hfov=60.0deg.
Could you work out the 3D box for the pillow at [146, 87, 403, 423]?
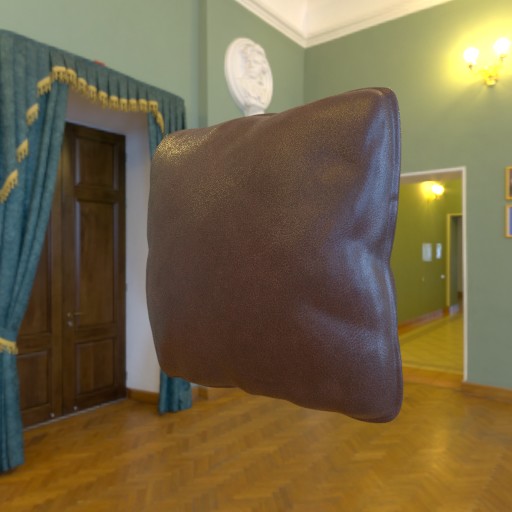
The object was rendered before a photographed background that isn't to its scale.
[{"bbox_3d":[0.000,0.000,0.806,0.532,0.523,0.236,0,1,36],"label":"pillow"}]
